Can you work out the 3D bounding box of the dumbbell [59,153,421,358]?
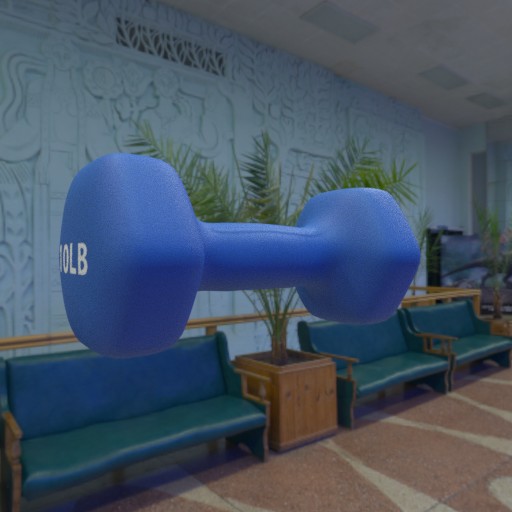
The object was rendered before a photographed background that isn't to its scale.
[{"bbox_3d":[0.000,0.000,0.264,0.212,0.093,0.103,0,0,-36],"label":"dumbbell"}]
